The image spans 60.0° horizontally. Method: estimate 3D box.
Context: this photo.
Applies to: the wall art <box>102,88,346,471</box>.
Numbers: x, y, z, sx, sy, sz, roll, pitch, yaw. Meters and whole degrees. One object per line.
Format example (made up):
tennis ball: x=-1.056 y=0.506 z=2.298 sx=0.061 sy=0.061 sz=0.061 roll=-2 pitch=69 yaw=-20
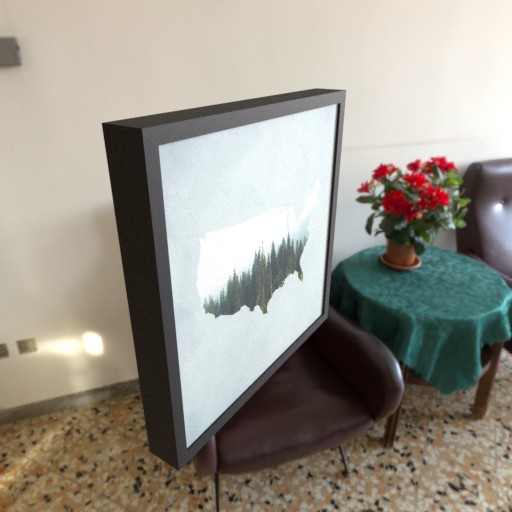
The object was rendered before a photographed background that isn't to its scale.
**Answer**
wall art: x=0.000 y=0.000 z=0.460 sx=0.038 sy=0.304 sz=0.304 roll=16 pitch=30 yaw=31
